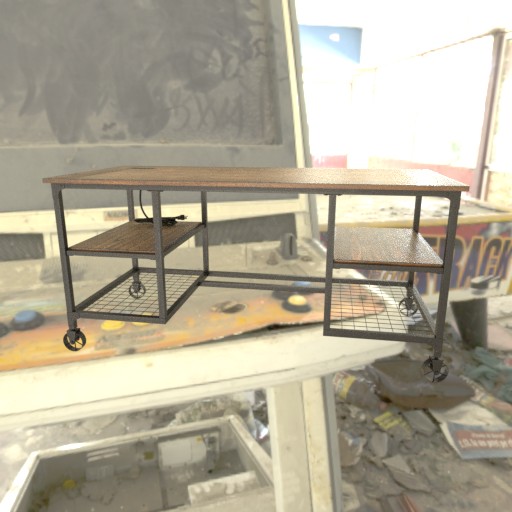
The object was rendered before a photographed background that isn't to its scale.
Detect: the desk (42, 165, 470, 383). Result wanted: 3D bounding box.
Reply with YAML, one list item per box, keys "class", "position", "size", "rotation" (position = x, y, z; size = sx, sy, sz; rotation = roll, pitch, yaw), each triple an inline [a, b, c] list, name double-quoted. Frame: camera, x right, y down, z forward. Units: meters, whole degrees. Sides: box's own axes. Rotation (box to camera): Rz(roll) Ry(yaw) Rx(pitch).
- class: "desk"
  position: [0.000, 0.000, 2.031]
  size: [1.590, 0.751, 0.711]
  rotation: [3, 16, 9]
